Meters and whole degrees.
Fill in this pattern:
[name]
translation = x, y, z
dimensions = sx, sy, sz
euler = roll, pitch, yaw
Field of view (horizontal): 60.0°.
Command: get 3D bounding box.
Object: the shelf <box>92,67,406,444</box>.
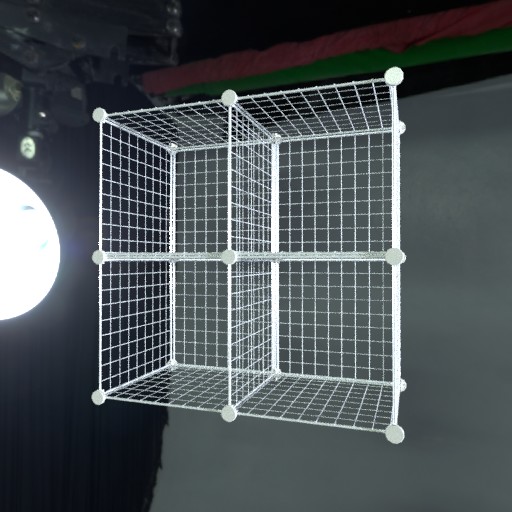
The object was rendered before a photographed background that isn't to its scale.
[shelf]
translation = 0.000, 0.000, 1.117
dimensions = 0.711, 0.711, 0.356
euler = 0, -1, 19
